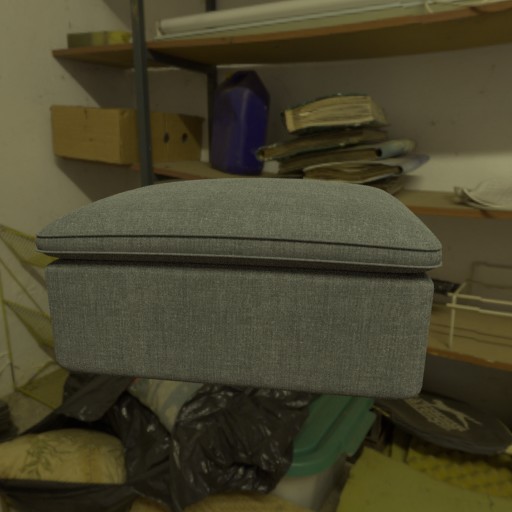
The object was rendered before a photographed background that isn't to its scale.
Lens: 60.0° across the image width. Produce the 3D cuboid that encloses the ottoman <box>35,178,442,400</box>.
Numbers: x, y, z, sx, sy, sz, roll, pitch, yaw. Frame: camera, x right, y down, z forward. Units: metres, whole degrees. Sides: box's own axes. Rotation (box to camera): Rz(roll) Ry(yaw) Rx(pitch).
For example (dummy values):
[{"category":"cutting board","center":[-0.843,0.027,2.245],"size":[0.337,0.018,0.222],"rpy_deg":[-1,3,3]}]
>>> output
[{"category":"ottoman","center":[0.000,0.000,1.629],"size":[1.067,0.559,1.067],"rpy_deg":[2,14,9]}]
